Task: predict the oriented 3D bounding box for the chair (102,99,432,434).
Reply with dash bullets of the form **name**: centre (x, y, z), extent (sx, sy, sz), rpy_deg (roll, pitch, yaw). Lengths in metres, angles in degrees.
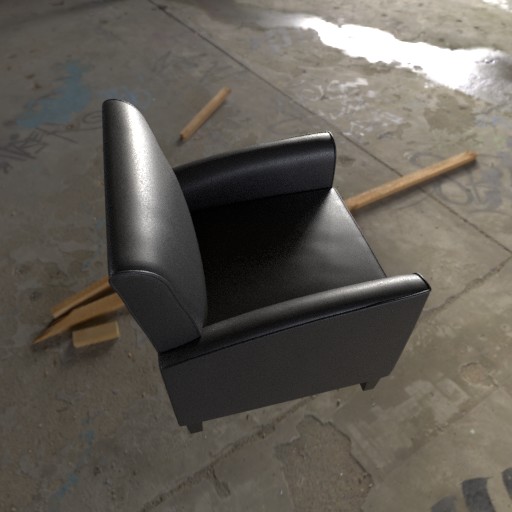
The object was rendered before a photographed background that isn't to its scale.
- **chair**: centre (0.000, 0.000, 1.539), extent (0.819, 0.916, 0.820), rpy_deg (-11, 49, -9)
